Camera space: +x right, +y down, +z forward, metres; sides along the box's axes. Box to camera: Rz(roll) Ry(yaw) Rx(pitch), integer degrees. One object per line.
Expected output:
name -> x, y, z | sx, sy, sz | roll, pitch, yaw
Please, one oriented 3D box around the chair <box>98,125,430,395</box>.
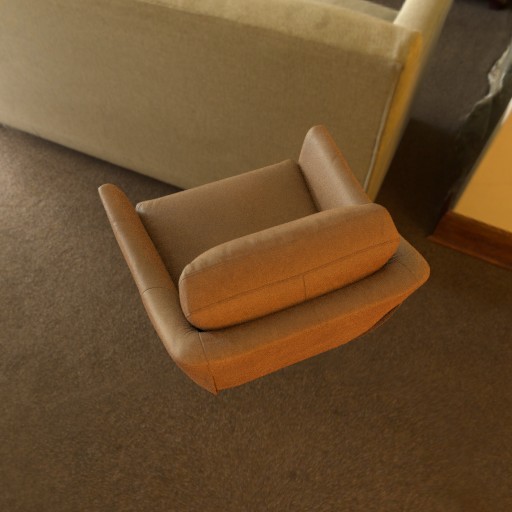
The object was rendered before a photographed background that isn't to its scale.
chair -> 0.000, 0.000, 1.730 | 0.988, 0.895, 0.963 | -18, 59, -12
